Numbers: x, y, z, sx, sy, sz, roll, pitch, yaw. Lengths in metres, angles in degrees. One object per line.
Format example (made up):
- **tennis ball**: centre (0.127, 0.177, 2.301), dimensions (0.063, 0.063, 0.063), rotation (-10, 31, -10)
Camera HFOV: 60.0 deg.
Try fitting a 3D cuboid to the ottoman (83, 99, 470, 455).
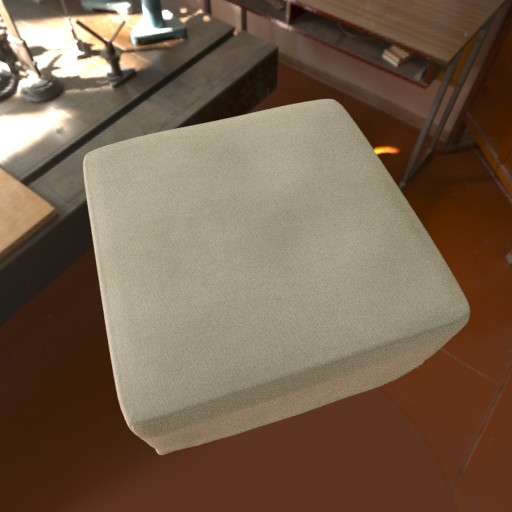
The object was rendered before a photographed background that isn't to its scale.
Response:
- **ottoman**: centre (0.000, 0.000, 1.304), dimensions (0.842, 0.441, 0.843), rotation (-15, 59, -9)
